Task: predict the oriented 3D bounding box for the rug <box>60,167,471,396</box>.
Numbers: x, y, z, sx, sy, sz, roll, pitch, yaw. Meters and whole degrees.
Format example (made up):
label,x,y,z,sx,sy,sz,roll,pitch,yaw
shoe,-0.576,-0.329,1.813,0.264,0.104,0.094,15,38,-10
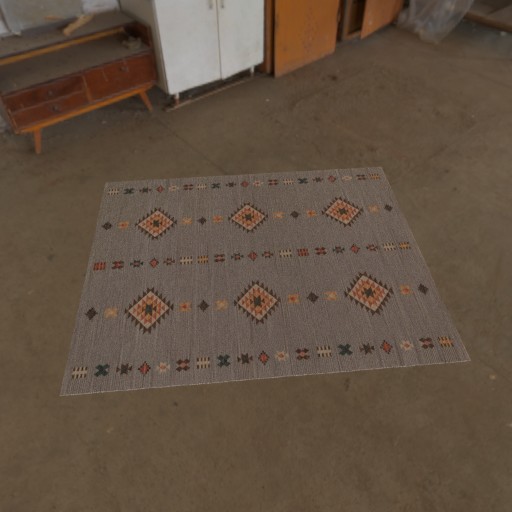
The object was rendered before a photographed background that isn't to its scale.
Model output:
label,x,y,z,sx,sy,sz,roll,pitch,yaw
rug,0.000,0.000,4.063,3.035,0.008,2.425,-4,48,-4
